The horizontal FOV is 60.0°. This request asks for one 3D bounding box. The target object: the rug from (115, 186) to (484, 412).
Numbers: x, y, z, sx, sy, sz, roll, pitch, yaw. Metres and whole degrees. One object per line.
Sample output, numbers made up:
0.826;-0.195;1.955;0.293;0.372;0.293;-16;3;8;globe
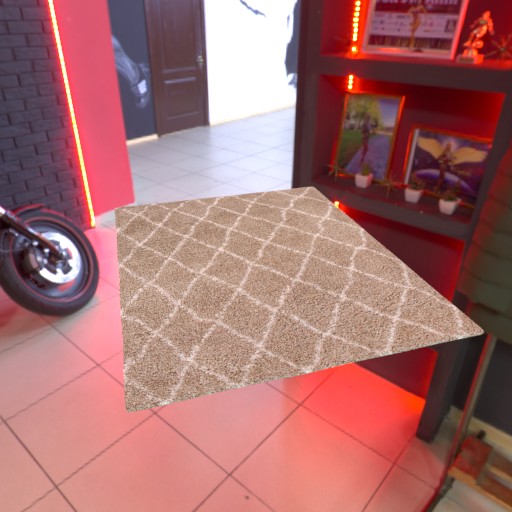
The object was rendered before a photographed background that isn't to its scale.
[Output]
0.000;0.000;4.062;2.438;0.029;3.047;-8;30;-15;rug
